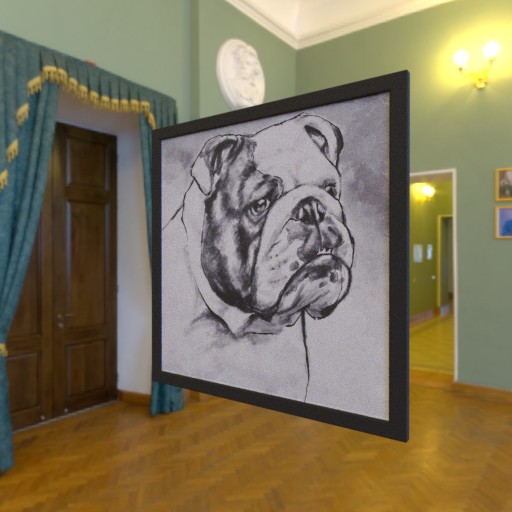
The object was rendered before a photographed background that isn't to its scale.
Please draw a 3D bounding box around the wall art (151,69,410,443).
[{"bbox_3d":[0.000,0.000,0.829,0.562,0.558,0.012,0,0,35],"label":"wall art"}]
